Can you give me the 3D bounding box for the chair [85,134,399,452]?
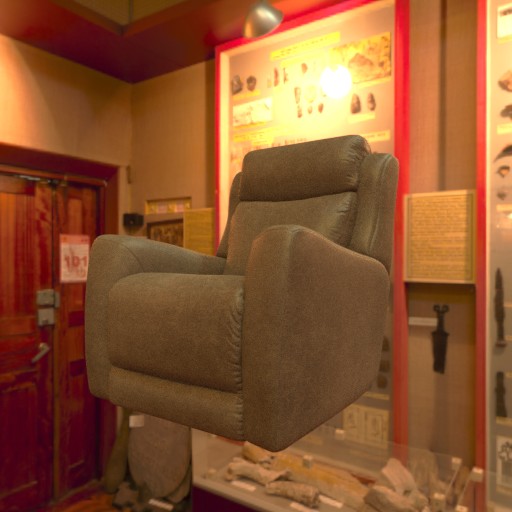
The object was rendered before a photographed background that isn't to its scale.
[{"bbox_3d":[0.000,0.000,1.880,0.965,1.116,1.068,0,0,36],"label":"chair"}]
